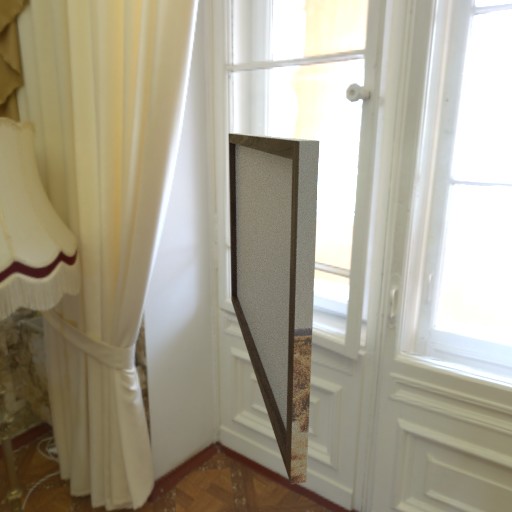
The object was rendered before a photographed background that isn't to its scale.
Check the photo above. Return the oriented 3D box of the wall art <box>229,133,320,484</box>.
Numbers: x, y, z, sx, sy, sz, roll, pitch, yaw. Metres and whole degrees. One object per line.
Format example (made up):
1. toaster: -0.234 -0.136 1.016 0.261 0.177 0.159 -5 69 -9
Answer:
1. wall art: 0.000 0.000 1.934 0.051 1.016 1.520 -3 16 -10
